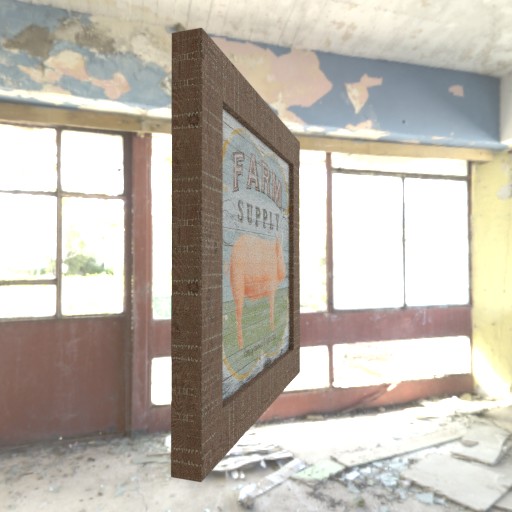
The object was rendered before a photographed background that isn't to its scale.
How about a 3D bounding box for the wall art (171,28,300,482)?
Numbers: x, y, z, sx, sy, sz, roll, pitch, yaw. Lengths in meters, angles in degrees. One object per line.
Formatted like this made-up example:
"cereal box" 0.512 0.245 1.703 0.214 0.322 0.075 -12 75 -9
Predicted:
"wall art" 0.000 0.000 0.776 0.040 0.531 0.531 0 -1 18
